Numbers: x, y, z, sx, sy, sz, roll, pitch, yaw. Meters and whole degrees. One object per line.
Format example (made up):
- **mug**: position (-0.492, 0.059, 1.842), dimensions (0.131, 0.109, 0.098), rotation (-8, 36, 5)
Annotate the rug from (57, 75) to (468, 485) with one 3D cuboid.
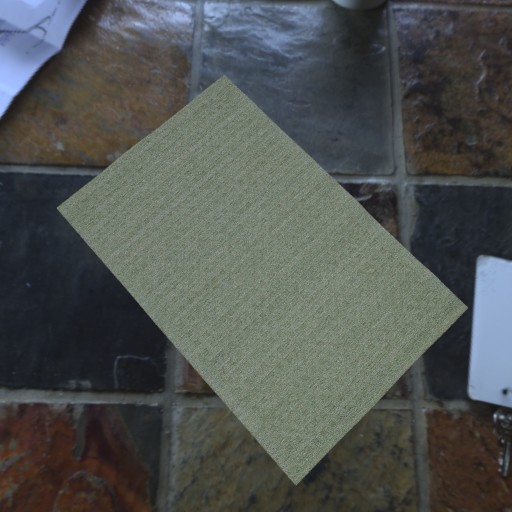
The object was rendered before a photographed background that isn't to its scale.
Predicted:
- **rug**: position (0.000, 0.000, 2.176), dimensions (1.143, 0.006, 1.747), rotation (-42, 79, -10)
